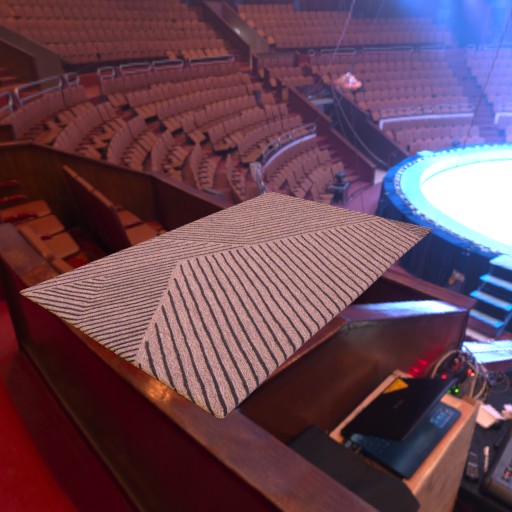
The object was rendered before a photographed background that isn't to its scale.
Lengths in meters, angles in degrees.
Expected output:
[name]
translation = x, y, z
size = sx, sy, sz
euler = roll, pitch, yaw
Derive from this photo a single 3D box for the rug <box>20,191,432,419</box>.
[rug]
translation = 0.000, 0.000, 2.937
size = 1.539, 0.023, 2.406
euler = 19, 31, 34
